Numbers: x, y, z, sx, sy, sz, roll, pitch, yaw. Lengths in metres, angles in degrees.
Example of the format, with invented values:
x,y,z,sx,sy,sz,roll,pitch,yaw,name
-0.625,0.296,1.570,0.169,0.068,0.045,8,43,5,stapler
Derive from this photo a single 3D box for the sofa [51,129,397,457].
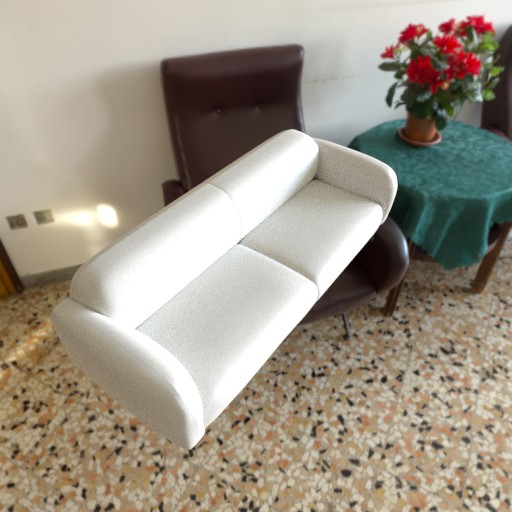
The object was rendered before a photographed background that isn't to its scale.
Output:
x,y,z,sx,sy,sz,roll,pitch,yaw,name
0.000,0.000,2.657,0.880,0.780,2.257,26,48,26,sofa
